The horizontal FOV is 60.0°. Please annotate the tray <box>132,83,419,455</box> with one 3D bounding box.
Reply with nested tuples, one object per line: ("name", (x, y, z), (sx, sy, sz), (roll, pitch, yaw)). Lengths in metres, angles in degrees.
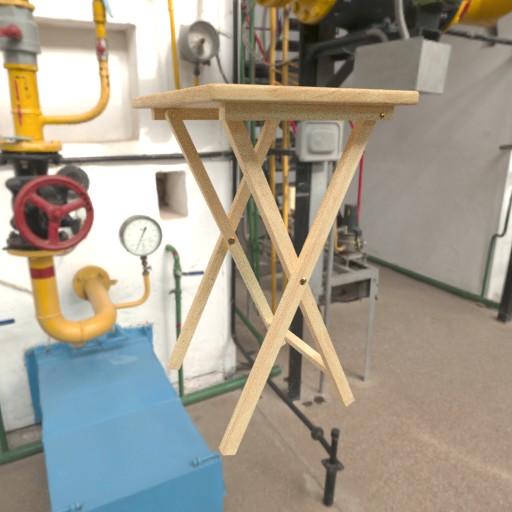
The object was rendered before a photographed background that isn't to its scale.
("tray", (0.000, 0.000, 0.966), (0.381, 0.660, 0.483), (-9, 19, -26))
